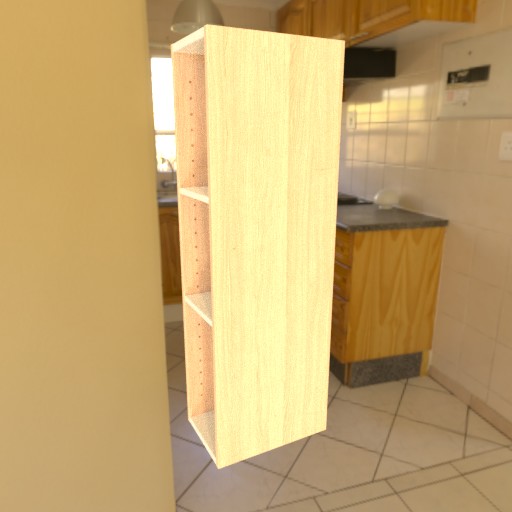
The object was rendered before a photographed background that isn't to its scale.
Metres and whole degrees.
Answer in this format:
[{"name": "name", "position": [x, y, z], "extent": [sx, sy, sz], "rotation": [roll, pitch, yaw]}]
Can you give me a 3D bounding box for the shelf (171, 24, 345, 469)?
[{"name": "shelf", "position": [0.000, 0.000, 1.001], "extent": [0.290, 0.882, 0.197], "rotation": [-8, 17, -27]}]
